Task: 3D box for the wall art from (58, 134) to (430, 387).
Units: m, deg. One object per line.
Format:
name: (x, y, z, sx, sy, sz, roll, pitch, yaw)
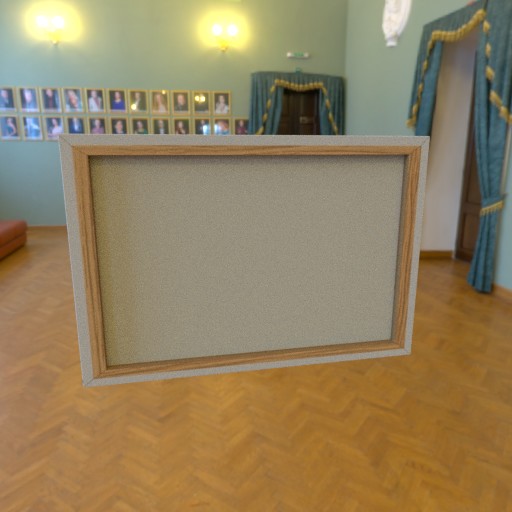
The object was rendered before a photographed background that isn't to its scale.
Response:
wall art: (0.000, 0.000, 0.494, 0.381, 0.259, 0.038, -3, 14, -11)
